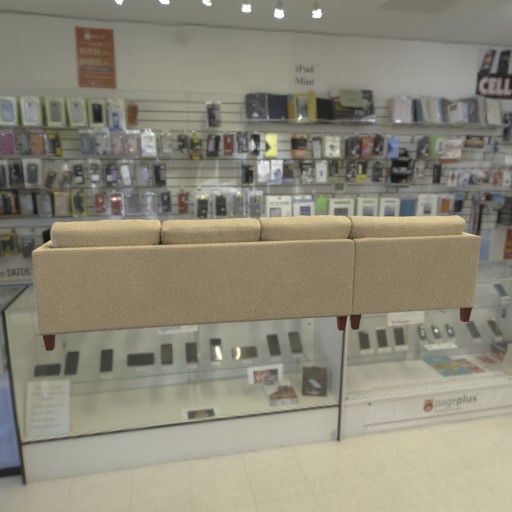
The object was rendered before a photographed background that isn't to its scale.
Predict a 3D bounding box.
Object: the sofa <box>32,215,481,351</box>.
[{"bbox_3d":[0.000,0.000,3.884,3.186,0.846,1.625,-2,12,-10],"label":"sofa"}]
